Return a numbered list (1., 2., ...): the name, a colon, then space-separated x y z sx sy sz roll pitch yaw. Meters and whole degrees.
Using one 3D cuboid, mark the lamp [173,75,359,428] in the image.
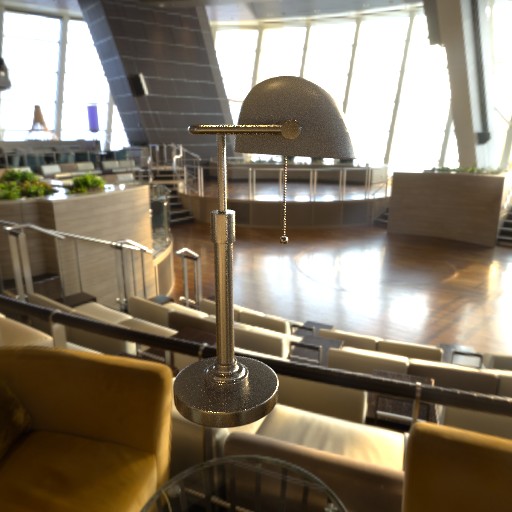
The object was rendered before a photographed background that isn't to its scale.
1. lamp: 0.000 0.000 0.555 0.227 0.404 0.269 2 16 8
